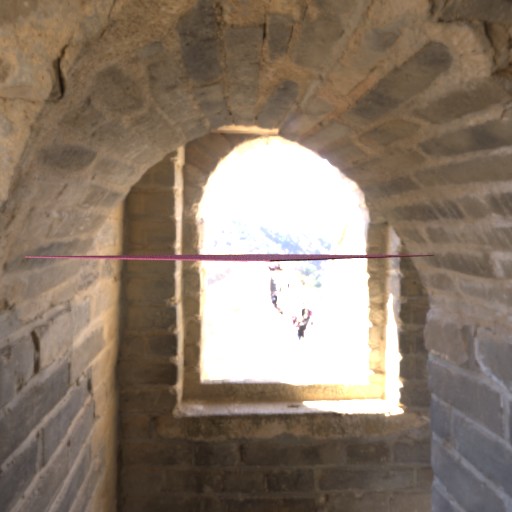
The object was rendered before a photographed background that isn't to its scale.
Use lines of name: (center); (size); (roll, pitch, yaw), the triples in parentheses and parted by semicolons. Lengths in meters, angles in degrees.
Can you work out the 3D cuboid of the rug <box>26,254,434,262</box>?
rug: (0.000, 0.000, 3.944); (2.300, 0.012, 2.929); (1, 1, 36)
